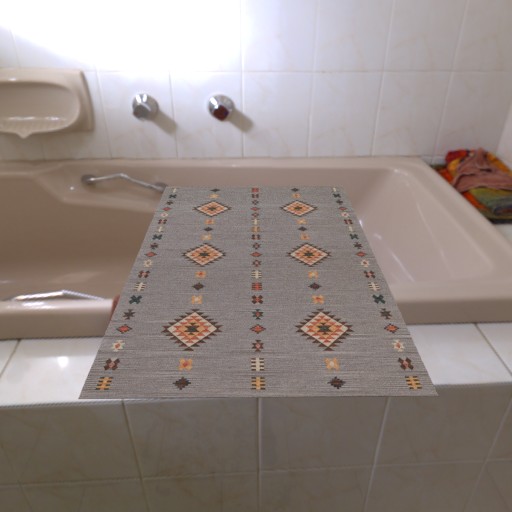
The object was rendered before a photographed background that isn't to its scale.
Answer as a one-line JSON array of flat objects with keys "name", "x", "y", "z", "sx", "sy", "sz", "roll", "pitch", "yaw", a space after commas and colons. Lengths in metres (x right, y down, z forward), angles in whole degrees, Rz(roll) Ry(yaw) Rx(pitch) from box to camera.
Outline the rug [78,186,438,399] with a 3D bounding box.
[{"name": "rug", "x": 0.000, "y": 0.000, "z": 2.270, "sx": 1.217, "sy": 0.005, "sz": 1.818, "roll": 0, "pitch": 32, "yaw": -1}]
